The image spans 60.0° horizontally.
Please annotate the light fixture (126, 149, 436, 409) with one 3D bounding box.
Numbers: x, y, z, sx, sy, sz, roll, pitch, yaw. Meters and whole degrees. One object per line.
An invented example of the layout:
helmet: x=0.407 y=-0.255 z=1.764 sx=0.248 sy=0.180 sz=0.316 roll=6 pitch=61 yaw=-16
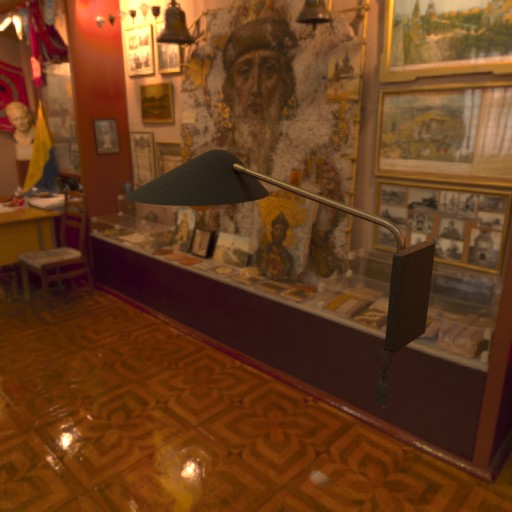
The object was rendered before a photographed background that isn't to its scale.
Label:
light fixture: x=0.000 y=0.000 z=0.680 sx=0.240 sy=0.312 sz=0.516 roll=-16 pitch=23 yaw=-42
